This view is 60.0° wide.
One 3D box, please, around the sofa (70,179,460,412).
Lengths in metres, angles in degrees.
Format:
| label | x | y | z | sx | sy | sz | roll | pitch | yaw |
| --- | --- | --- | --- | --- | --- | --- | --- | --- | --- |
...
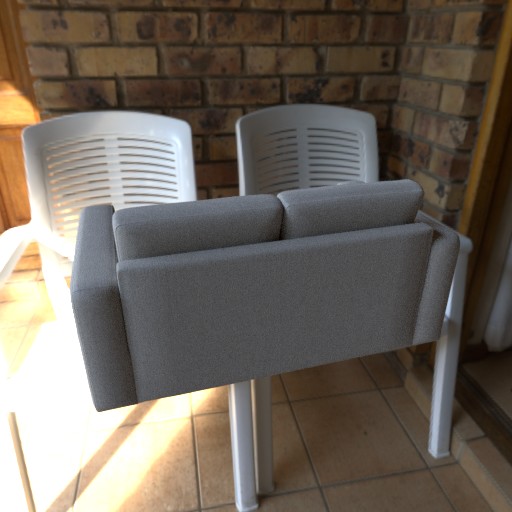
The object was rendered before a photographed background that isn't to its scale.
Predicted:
| label | x | y | z | sx | sy | sz | roll | pitch | yaw |
| --- | --- | --- | --- | --- | --- | --- | --- | --- | --- |
| sofa | 0.000 | 0.000 | 2.073 | 1.540 | 0.800 | 0.900 | -8 | 27 | -15 |
